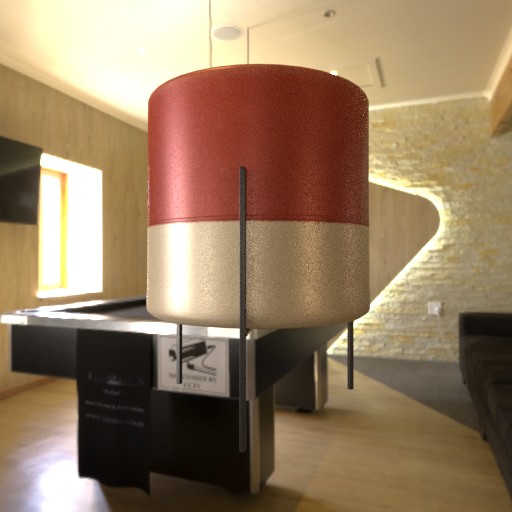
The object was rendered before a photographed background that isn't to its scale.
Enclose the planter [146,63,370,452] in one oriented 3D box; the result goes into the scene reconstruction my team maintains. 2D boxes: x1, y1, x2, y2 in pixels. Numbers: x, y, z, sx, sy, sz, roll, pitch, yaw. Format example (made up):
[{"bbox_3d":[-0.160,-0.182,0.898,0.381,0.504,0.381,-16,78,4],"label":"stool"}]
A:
[{"bbox_3d":[0.000,0.000,0.707,0.354,0.465,0.345,0,0,36],"label":"planter"}]
